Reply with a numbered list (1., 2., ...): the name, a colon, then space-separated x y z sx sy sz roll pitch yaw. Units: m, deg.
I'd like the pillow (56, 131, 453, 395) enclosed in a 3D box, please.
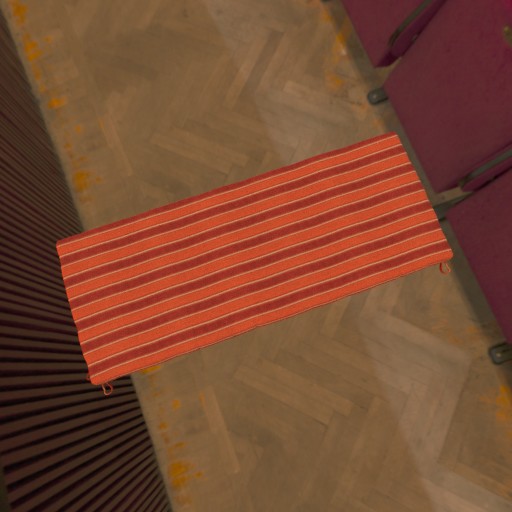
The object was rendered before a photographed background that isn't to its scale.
1. pillow: 0.000 0.000 1.378 1.187 0.081 0.492 -19 77 -5
